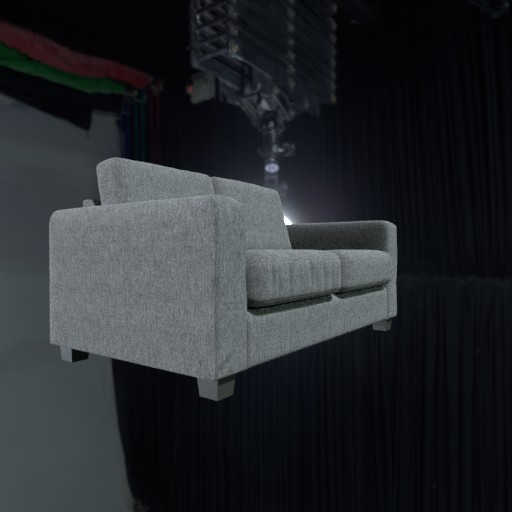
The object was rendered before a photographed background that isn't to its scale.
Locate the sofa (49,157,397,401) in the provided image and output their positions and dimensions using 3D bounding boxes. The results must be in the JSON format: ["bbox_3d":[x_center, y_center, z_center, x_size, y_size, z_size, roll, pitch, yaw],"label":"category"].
[{"bbox_3d":[0.000,0.000,2.044,0.900,0.800,1.520,1,1,36],"label":"sofa"}]
